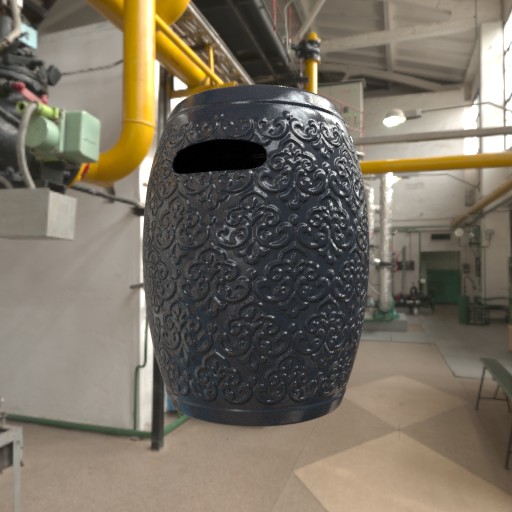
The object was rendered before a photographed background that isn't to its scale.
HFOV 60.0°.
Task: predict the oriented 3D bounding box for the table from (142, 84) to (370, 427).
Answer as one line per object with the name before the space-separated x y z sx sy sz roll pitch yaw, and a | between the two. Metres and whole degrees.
table | 0.000 0.000 0.623 0.309 0.397 0.309 0 -1 0
